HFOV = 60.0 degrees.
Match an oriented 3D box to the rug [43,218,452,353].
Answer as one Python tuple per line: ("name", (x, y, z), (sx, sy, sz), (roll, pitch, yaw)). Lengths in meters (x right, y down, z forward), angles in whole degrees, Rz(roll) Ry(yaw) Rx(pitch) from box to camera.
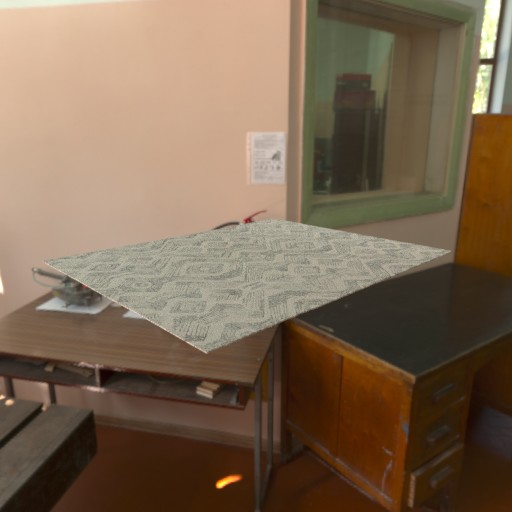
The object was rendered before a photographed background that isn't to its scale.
("rug", (0.000, 0.000, 4.192), (3.054, 0.030, 2.430), (-14, 21, -42))
